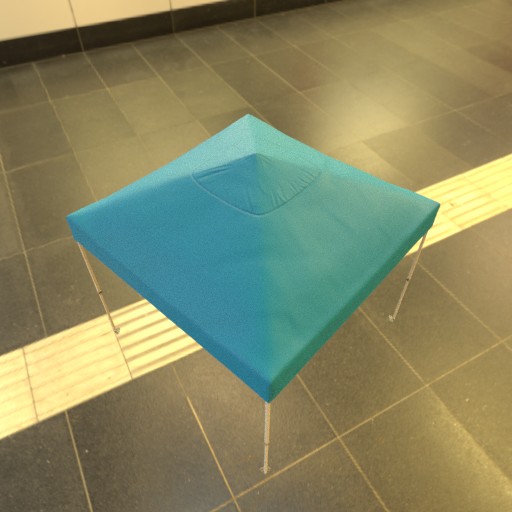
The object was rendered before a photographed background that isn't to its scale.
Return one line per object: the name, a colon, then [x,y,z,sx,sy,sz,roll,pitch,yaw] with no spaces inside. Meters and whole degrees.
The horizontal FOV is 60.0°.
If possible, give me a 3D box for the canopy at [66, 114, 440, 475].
canopy: [0.000,0.000,5.489,2.996,2.997,2.998,33,55,27]
